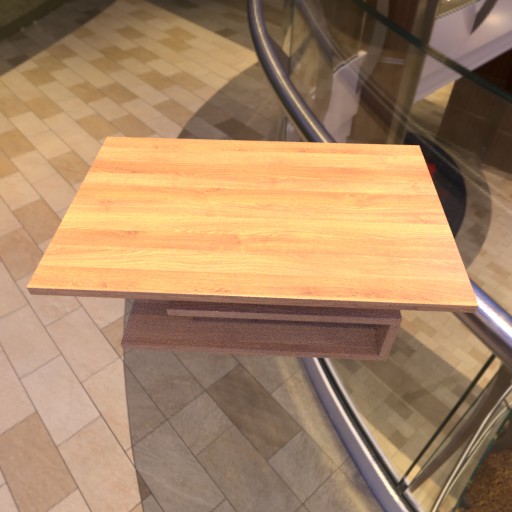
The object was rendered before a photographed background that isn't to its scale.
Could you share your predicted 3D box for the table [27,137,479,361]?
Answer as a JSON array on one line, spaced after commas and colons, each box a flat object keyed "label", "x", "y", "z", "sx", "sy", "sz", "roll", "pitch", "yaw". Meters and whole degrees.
[{"label": "table", "x": 0.000, "y": 0.000, "z": 1.476, "sx": 1.100, "sy": 0.442, "sz": 0.700, "roll": 2, "pitch": 46, "yaw": 2}]
